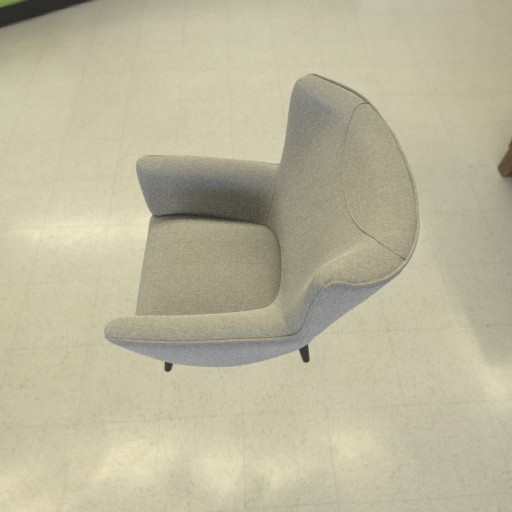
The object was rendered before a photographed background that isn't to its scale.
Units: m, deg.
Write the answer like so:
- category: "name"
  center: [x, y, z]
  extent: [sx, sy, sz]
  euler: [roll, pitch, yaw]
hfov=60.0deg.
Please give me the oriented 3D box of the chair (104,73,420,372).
- category: "chair"
  center: [0.000, 0.000, 1.571]
  extent: [0.888, 0.933, 0.781]
  euler: [-1, 56, 0]
